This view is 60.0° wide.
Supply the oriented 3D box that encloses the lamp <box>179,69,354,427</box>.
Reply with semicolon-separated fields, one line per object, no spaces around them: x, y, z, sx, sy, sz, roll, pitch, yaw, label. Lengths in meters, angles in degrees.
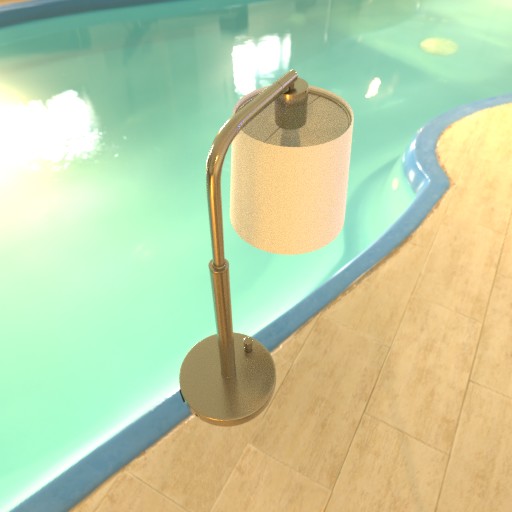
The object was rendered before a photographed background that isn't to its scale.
0.000;0.000;0.638;0.171;0.489;0.333;27;53;23;lamp
